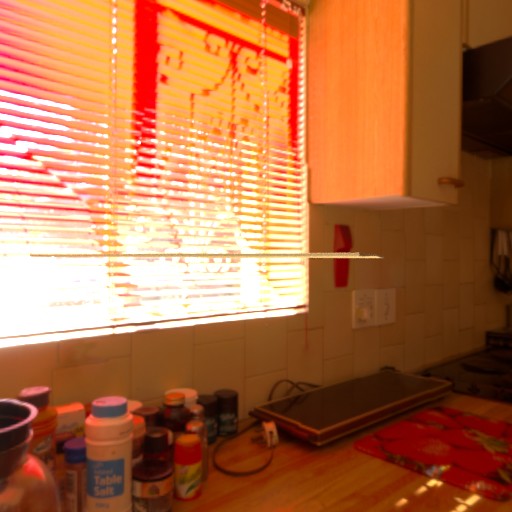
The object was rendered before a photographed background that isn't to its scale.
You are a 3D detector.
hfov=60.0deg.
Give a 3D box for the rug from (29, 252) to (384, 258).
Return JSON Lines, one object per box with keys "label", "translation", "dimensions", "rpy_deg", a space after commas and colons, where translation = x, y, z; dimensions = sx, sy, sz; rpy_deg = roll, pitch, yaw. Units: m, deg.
{"label": "rug", "translation": [0.000, 0.000, 3.057], "dimensions": [1.616, 0.030, 2.338], "rpy_deg": [0, 0, 19]}
